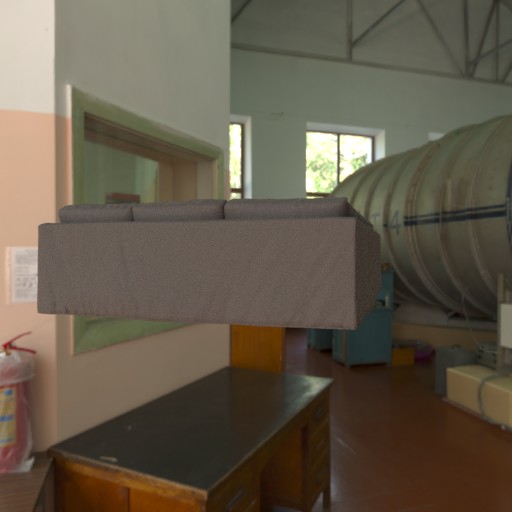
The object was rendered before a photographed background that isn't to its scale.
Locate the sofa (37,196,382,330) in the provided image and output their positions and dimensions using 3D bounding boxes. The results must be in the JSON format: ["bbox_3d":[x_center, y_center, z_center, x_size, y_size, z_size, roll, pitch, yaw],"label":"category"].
[{"bbox_3d":[0.000,0.000,4.681,2.476,0.878,3.528,0,1,18],"label":"sofa"}]
